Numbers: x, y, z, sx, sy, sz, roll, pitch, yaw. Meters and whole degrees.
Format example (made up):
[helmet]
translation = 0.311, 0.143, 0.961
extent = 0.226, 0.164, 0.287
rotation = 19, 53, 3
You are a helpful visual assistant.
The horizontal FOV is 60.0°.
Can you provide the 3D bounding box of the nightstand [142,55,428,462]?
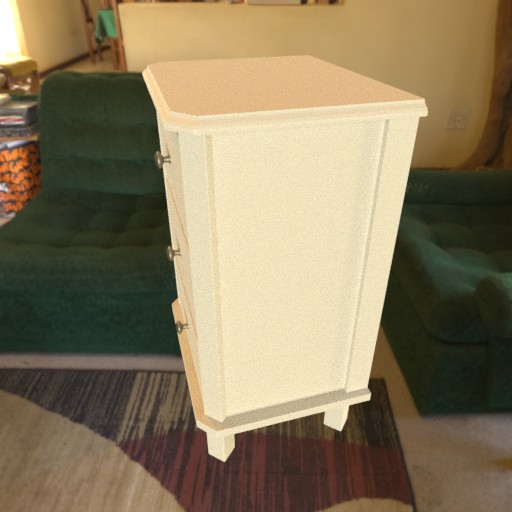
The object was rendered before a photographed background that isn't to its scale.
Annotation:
[nightstand]
translation = 0.000, 0.000, 0.898
extent = 0.351, 0.681, 0.435
rotation = -9, 33, -14
